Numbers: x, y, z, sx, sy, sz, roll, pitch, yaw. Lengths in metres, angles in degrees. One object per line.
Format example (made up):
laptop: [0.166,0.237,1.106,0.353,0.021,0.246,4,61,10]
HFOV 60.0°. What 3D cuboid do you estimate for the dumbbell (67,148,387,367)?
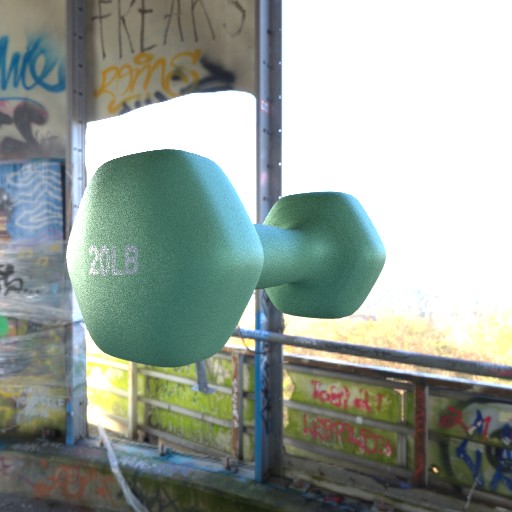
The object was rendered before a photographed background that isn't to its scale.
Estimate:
dumbbell: [0.000,0.000,0.334,0.129,0.117,0.260,1,1,36]
